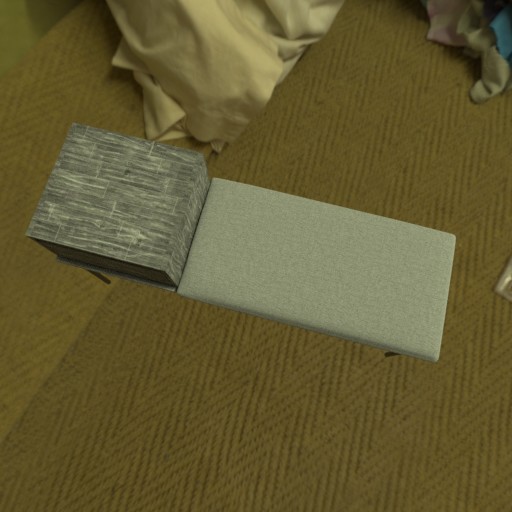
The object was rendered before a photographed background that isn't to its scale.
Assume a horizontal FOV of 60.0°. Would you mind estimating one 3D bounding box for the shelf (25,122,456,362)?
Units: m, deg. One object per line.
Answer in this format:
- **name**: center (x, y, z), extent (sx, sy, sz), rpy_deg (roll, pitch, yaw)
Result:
- **shelf**: center (0.000, 0.000, 1.633), extent (1.342, 0.633, 0.457), rpy_deg (14, 75, 4)
